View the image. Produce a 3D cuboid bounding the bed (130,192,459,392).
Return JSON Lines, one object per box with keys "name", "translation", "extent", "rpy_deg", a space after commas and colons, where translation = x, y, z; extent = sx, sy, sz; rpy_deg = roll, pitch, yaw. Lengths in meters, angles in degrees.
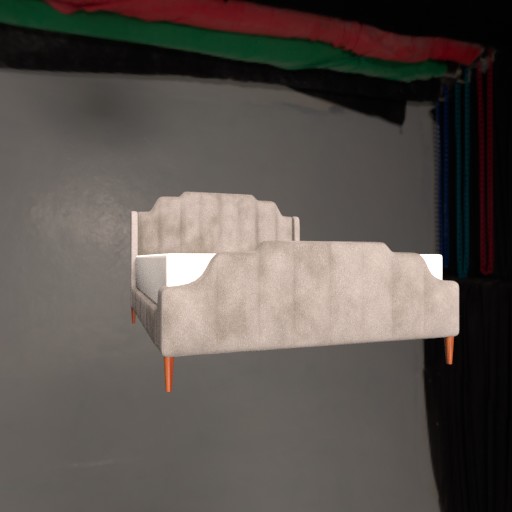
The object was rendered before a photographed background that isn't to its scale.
{"name": "bed", "translation": [0.000, 0.000, 3.317], "extent": [1.676, 1.245, 2.340], "rpy_deg": [0, 0, -19]}
